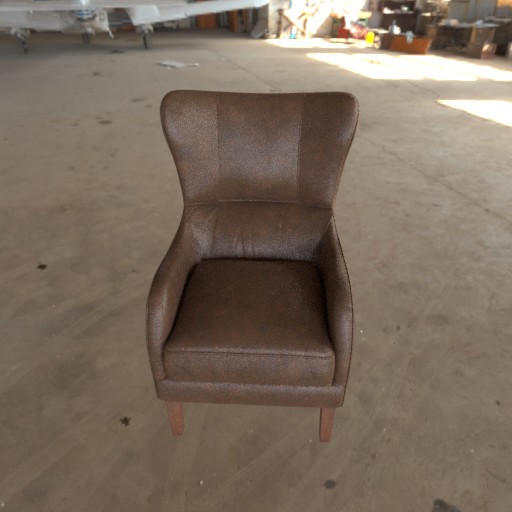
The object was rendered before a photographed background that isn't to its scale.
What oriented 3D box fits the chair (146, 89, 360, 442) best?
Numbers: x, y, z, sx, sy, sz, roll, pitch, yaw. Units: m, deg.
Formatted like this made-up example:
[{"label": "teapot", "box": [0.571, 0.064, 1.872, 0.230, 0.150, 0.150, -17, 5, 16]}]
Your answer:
[{"label": "chair", "box": [0.000, 0.000, 1.616, 0.692, 1.048, 0.914, 2, 31, 3]}]
